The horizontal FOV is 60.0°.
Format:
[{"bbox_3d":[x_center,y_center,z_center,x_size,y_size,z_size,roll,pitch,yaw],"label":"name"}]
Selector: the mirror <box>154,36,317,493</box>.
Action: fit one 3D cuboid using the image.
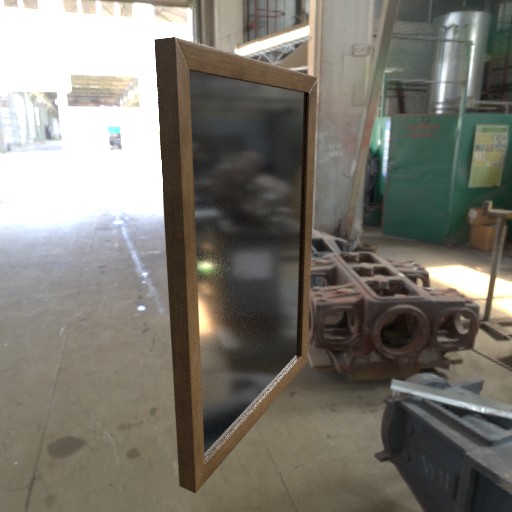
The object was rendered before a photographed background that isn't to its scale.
[{"bbox_3d":[0.000,0.000,0.882,0.040,0.710,0.507,8,18,27],"label":"mirror"}]
